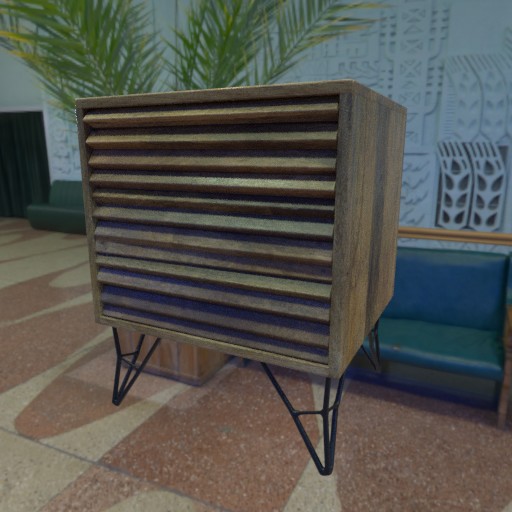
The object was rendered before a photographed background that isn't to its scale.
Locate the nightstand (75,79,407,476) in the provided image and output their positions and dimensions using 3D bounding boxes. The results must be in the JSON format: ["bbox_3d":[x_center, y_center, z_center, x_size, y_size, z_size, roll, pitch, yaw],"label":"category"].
[{"bbox_3d":[0.000,0.000,0.853,0.457,0.559,0.406,7,15,26],"label":"nightstand"}]
